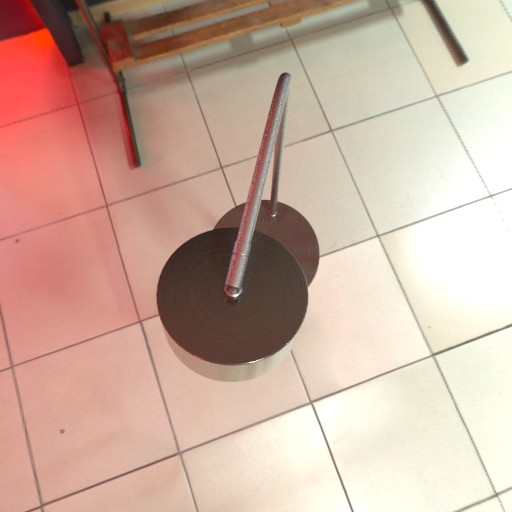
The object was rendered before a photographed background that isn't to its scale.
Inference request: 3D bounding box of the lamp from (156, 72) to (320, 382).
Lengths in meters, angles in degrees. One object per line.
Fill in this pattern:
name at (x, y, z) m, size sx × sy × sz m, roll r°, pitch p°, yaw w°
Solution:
lamp at (0.000, 0.000, 0.616) m, size 0.211 × 0.469 × 0.334 m, roll 13°, pitch 76°, yaw 3°
